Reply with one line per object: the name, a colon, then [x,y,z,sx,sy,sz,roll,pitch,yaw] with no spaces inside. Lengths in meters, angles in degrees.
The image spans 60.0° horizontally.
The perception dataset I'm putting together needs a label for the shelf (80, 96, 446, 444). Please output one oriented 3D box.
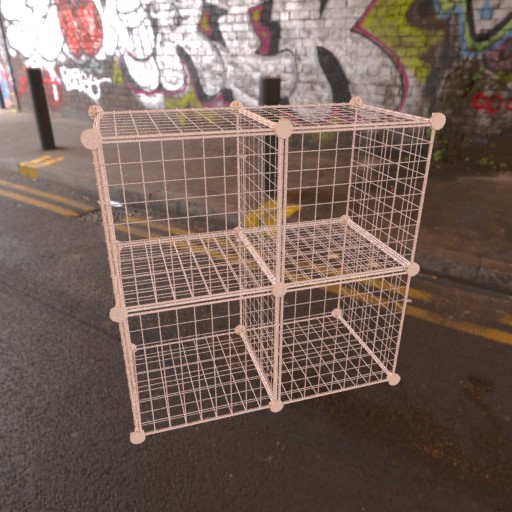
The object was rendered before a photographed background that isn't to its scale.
shelf: [0.000,0.000,1.121,0.711,0.711,0.356,-7,26,-15]
